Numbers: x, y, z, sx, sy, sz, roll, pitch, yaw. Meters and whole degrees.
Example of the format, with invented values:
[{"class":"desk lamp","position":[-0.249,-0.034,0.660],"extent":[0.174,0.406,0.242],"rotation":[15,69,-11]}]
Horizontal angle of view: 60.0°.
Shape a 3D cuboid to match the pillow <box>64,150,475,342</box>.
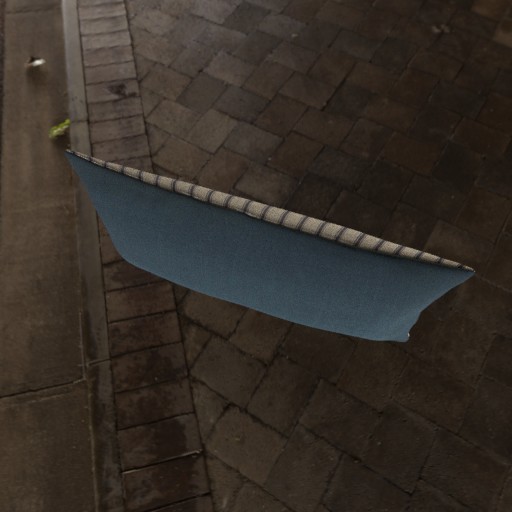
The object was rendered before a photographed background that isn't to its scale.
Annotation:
[{"class":"pillow","position":[0.000,0.000,0.752],"extent":[0.609,0.305,0.151],"rotation":[17,64,8]}]
